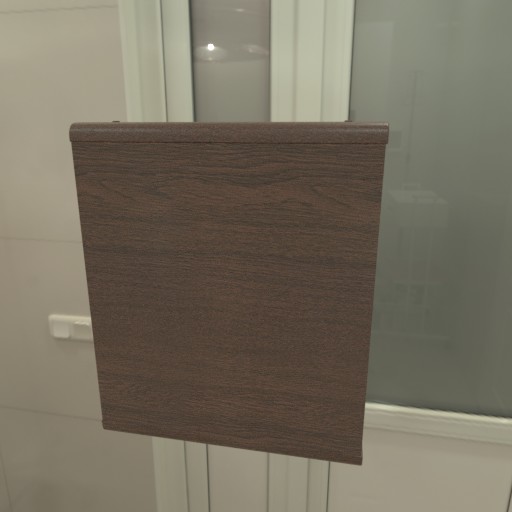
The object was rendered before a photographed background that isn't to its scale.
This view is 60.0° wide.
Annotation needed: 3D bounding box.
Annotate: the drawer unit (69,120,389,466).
[{"bbox_3d":[0.000,0.000,0.595,0.290,0.344,0.344,3,17,11],"label":"drawer unit"}]
